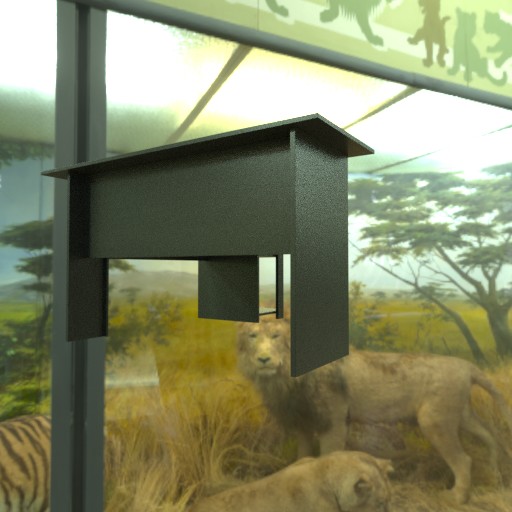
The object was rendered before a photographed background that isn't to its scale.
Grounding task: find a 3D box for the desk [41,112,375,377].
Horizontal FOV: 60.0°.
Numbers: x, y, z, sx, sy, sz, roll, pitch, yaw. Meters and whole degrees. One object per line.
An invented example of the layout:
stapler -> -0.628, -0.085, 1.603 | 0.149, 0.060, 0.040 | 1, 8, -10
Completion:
desk -> 0.000, 0.000, 2.088 | 1.303, 0.716, 1.361 | -1, -2, 34
